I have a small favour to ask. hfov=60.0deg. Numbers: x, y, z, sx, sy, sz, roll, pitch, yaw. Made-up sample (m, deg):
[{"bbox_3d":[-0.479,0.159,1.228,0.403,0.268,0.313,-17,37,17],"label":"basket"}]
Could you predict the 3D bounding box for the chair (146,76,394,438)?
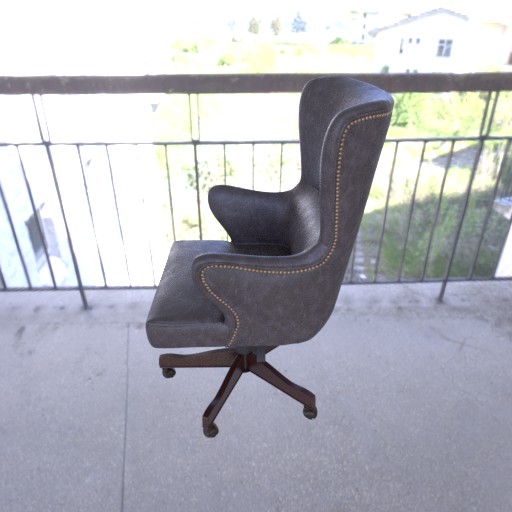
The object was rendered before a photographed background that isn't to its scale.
[{"bbox_3d":[0.000,0.000,1.438,0.717,1.037,0.594,0,28,-1],"label":"chair"}]
